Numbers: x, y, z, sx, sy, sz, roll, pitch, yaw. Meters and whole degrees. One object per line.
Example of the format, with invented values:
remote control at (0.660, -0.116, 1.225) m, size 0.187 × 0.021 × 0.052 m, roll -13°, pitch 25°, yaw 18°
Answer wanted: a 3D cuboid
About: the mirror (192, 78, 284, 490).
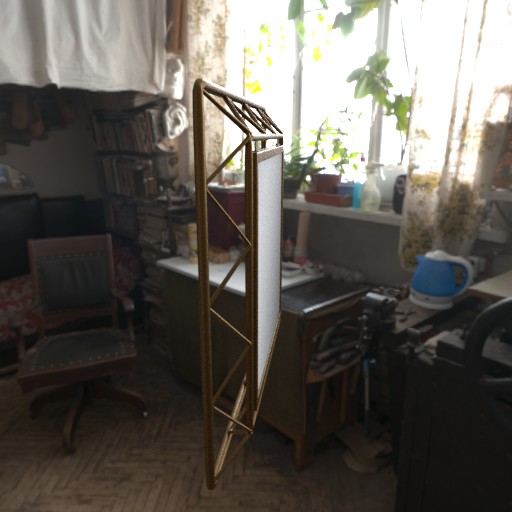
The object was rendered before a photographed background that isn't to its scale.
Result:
mirror at (0.000, 0.000, 0.609) m, size 0.046 × 0.414 × 0.416 m, roll 2°, pitch 16°, yaw 8°
